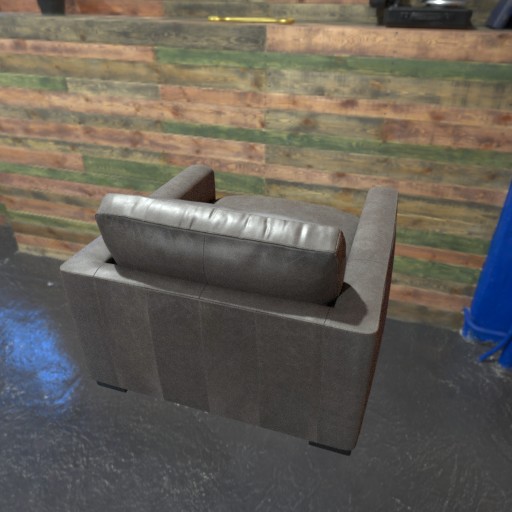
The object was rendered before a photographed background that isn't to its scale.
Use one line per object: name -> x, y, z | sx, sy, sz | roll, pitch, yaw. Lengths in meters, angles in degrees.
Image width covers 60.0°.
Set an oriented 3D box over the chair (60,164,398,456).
chair -> 0.000, 0.000, 1.857 | 1.106, 0.807, 1.080 | 10, 33, 16
